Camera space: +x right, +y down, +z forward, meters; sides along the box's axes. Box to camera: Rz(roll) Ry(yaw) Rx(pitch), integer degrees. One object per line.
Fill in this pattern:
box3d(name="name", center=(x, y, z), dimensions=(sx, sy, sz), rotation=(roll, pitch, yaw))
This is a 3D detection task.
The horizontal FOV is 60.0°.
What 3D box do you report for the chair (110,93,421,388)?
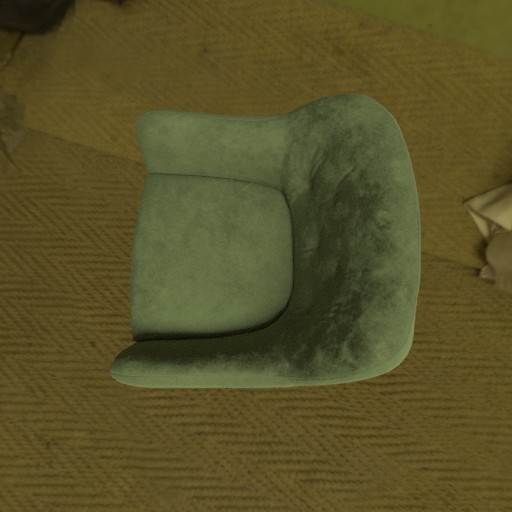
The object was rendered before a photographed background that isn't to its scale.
box3d(name="chair", center=(0.000, 0.000, 1.468), dimensions=(0.819, 0.804, 0.840), rotation=(1, 75, 0))
